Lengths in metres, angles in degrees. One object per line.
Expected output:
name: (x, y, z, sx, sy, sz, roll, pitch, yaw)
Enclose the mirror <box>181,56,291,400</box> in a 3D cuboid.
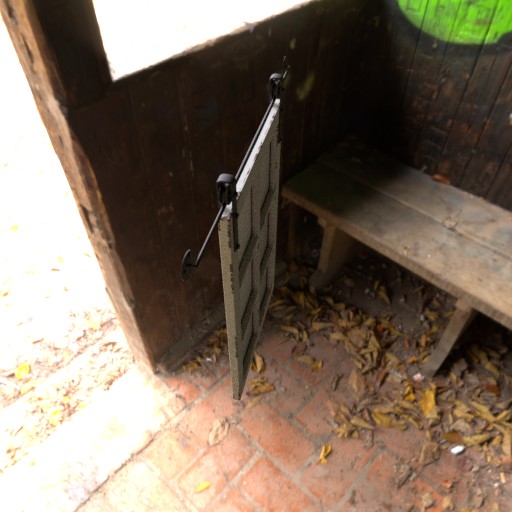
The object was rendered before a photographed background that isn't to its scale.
mirror: (0.000, 0.000, 1.239, 0.037, 0.844, 0.808, 11, 48, 10)
